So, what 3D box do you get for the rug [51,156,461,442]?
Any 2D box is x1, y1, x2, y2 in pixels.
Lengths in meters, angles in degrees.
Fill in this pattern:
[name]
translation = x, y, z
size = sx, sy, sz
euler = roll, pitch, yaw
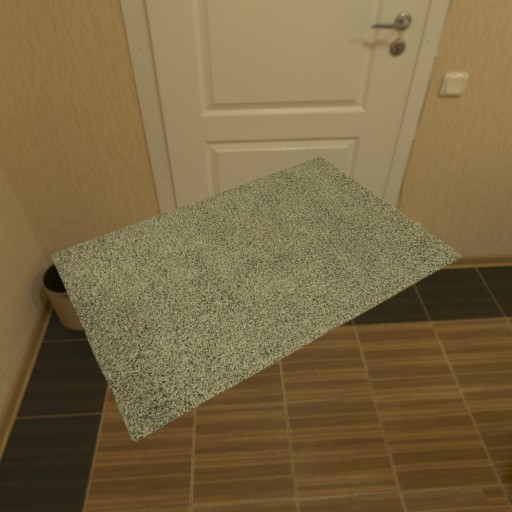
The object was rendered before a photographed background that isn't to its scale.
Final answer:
[rug]
translation = 0.000, 0.000, 3.511
size = 2.743, 0.030, 1.778
euler = -24, 49, -23
